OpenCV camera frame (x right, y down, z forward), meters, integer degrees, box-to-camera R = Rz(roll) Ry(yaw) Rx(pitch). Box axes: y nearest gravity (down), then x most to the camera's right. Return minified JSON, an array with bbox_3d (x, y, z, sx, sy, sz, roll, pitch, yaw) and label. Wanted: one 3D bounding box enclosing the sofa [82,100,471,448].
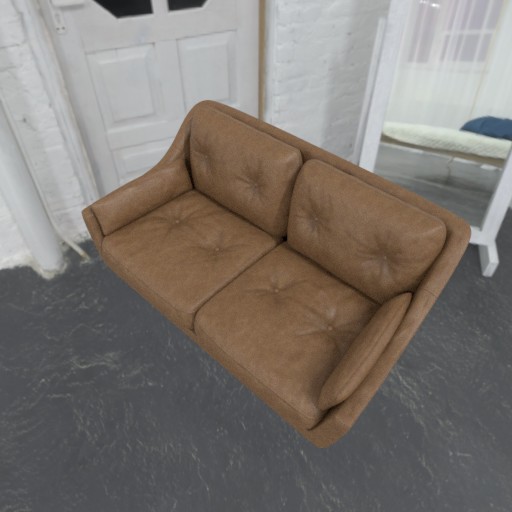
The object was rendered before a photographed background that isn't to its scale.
[{"bbox_3d":[0.000,0.000,2.265,1.731,0.886,0.981,34,55,27],"label":"sofa"}]
